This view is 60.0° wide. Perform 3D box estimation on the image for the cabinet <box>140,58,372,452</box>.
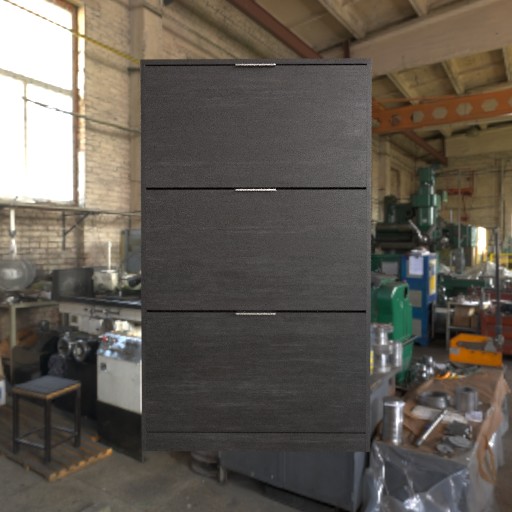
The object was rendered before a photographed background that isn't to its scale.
[{"bbox_3d":[0.000,0.000,1.556,0.750,1.280,0.250,0,1,1],"label":"cabinet"}]
